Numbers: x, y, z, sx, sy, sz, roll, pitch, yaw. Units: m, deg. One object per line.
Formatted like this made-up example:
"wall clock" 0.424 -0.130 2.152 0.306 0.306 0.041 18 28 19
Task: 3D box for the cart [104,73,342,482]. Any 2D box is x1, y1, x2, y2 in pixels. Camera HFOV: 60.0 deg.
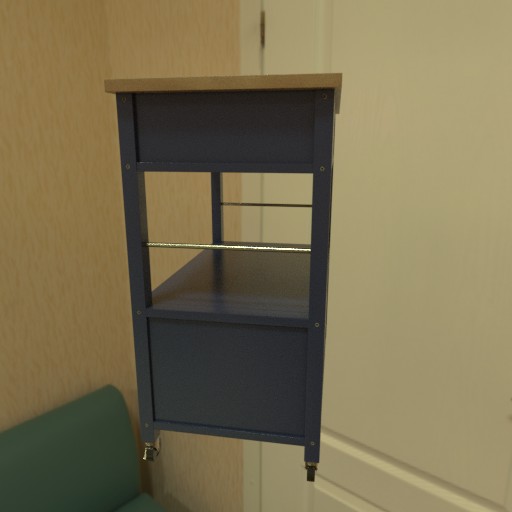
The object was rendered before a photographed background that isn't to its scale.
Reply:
"cart" 0.000 0.000 1.335 0.459 0.901 0.840 2 14 10
